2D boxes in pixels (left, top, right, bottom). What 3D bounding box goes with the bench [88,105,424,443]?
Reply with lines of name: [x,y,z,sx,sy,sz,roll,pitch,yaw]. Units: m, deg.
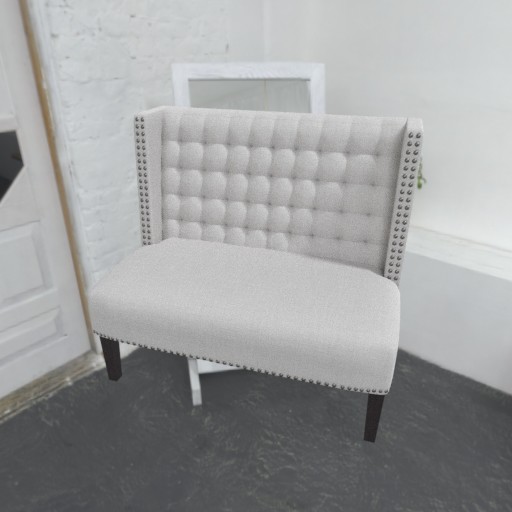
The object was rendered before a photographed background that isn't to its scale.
bench: [0.000,0.000,1.979,1.280,1.123,0.847,8,28,15]
